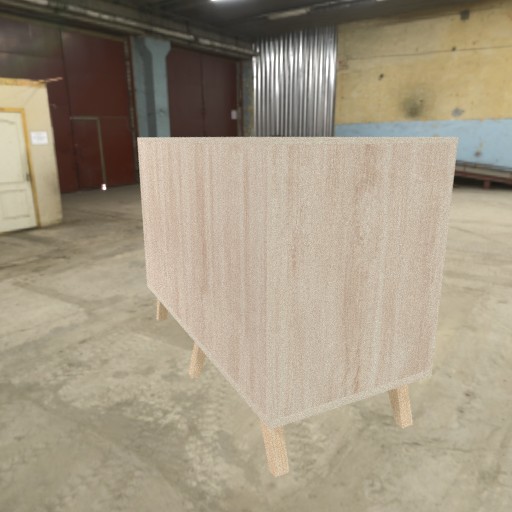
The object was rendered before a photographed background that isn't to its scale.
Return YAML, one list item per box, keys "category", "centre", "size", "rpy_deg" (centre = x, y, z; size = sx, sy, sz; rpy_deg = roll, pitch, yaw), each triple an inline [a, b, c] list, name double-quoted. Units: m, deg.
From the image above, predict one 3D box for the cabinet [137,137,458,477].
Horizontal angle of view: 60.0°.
- category: "cabinet"
  centre: [0.000, 0.000, 1.509]
  size: [0.500, 0.780, 1.110]
  rpy_deg: [-7, 17, -26]
